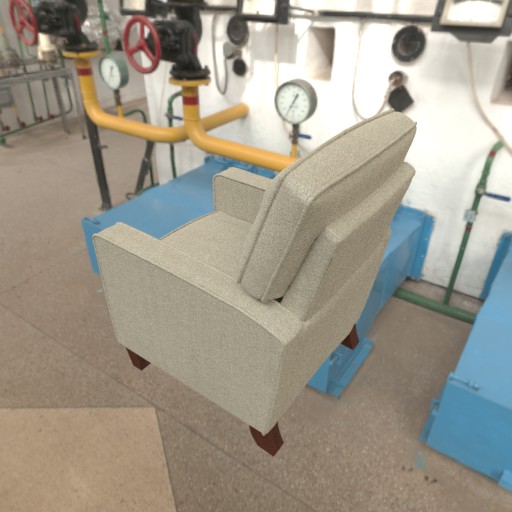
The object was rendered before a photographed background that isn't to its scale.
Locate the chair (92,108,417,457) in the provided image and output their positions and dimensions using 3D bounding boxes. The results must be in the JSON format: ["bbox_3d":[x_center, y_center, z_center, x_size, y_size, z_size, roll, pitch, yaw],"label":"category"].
[{"bbox_3d":[0.000,0.000,1.393,0.754,0.888,0.648,21,39,29],"label":"chair"}]
